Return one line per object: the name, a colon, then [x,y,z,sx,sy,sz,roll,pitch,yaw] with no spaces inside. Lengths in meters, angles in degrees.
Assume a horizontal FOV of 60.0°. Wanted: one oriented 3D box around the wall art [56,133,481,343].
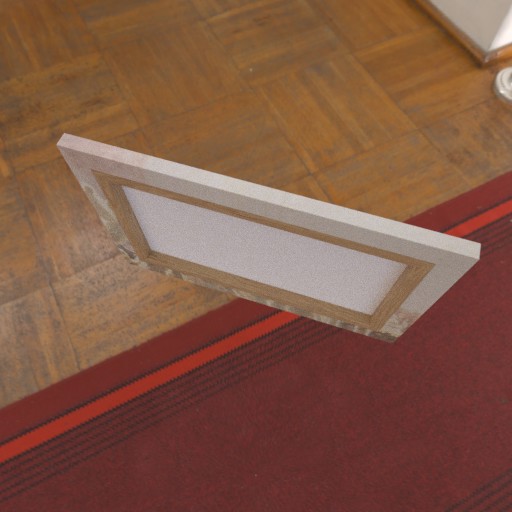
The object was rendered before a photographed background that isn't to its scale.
wall art: [0.000,0.000,1.196,0.916,0.608,0.040,16,65,8]
